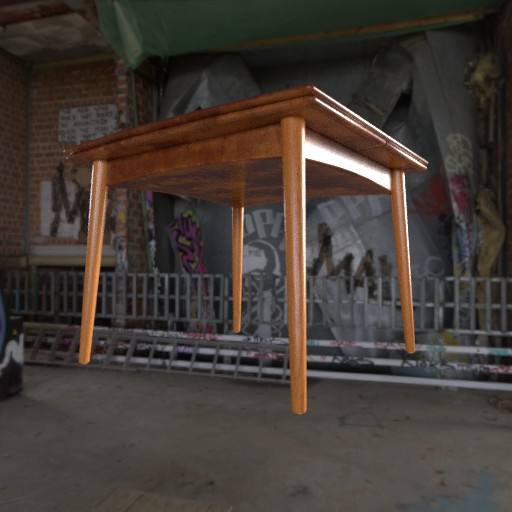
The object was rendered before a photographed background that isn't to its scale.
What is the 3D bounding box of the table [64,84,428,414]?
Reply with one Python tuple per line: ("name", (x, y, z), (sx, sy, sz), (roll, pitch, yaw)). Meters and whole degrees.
("table", (0.000, 0.000, 1.644), (0.991, 0.754, 0.991), (-1, -1, 36))
